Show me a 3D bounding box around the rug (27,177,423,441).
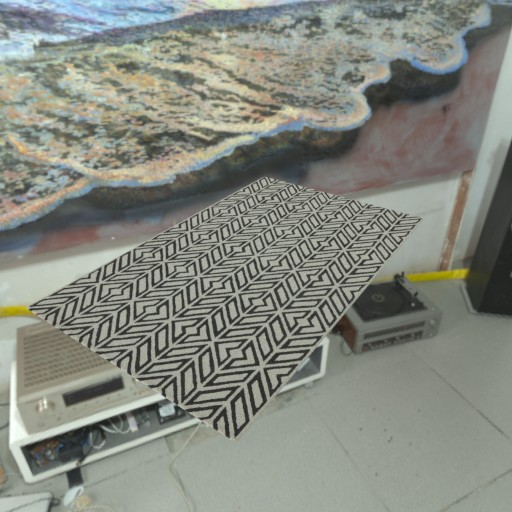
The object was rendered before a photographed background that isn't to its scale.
[{"bbox_3d":[0.000,0.000,3.016,1.523,0.008,2.438,20,37,29],"label":"rug"}]
